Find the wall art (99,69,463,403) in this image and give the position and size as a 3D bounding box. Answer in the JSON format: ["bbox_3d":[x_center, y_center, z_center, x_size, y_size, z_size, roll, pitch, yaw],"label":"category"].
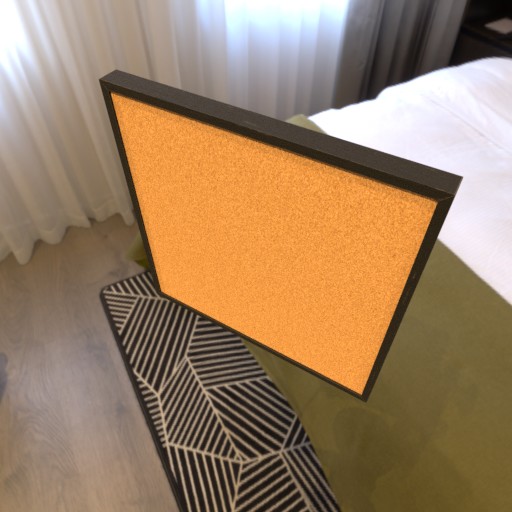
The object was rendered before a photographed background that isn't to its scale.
[{"bbox_3d":[0.000,0.000,0.747,0.506,0.506,0.036,24,52,20],"label":"wall art"}]
